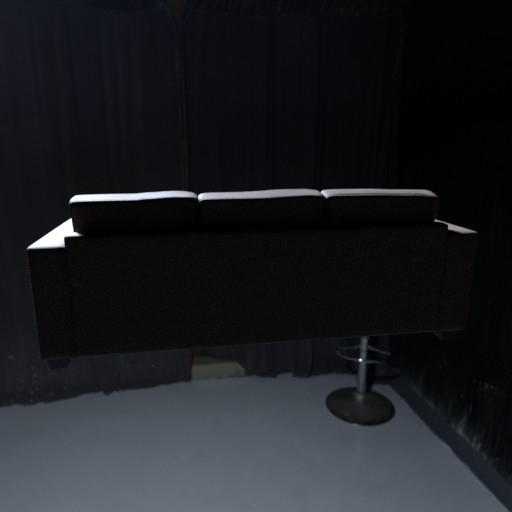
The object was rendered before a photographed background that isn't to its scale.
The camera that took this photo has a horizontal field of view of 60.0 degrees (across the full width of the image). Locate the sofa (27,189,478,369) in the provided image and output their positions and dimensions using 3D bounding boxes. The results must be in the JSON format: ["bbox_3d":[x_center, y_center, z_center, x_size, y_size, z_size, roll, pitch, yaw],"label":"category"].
[{"bbox_3d":[0.000,0.000,2.531,2.160,0.806,0.900,-2,14,-9],"label":"sofa"}]
